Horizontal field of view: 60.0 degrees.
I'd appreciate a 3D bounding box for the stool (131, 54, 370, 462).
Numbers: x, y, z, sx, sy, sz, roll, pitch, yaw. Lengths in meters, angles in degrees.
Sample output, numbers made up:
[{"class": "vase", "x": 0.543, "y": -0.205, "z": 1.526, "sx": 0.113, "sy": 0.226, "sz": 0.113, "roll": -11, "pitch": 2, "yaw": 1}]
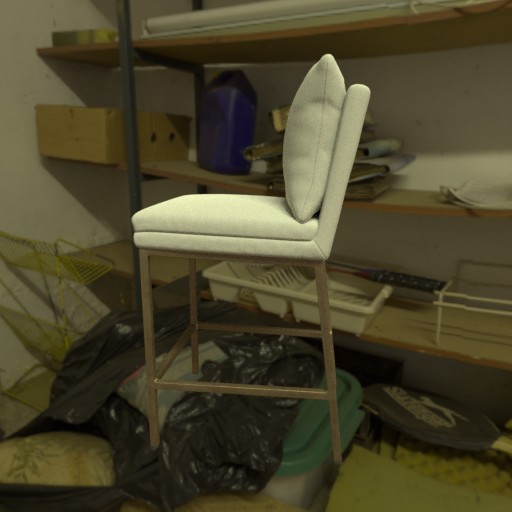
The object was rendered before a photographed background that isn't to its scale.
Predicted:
[{"class": "stool", "x": 0.000, "y": 0.000, "z": 1.318, "sx": 0.572, "sy": 1.032, "sz": 0.463, "roll": 2, "pitch": 14, "yaw": 8}]
